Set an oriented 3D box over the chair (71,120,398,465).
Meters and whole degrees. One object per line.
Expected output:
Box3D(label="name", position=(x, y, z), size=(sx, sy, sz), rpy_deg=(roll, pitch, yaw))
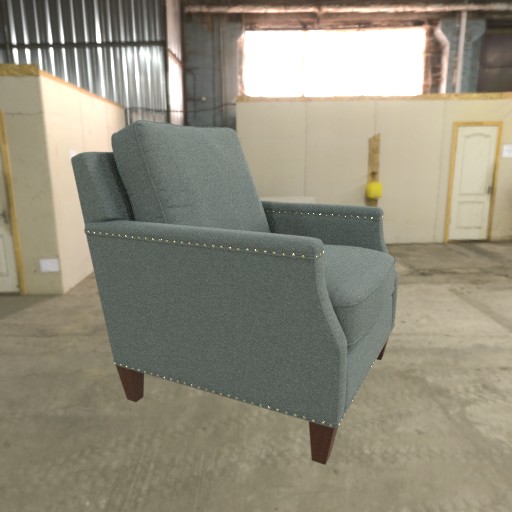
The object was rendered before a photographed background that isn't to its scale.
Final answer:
Box3D(label="chair", position=(0.000, 0.000, 1.779), size=(1.031, 1.031, 0.885), rpy_deg=(7, 15, 27))
